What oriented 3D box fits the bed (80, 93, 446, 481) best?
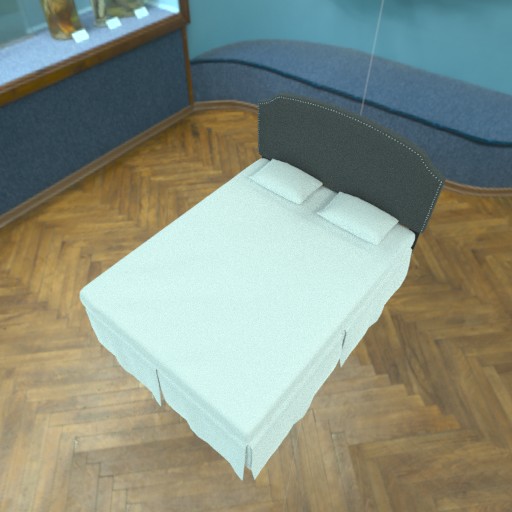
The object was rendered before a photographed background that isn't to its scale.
[{"bbox_3d":[0.000,0.000,2.981,1.558,1.270,1.999,32,56,25],"label":"bed"}]
